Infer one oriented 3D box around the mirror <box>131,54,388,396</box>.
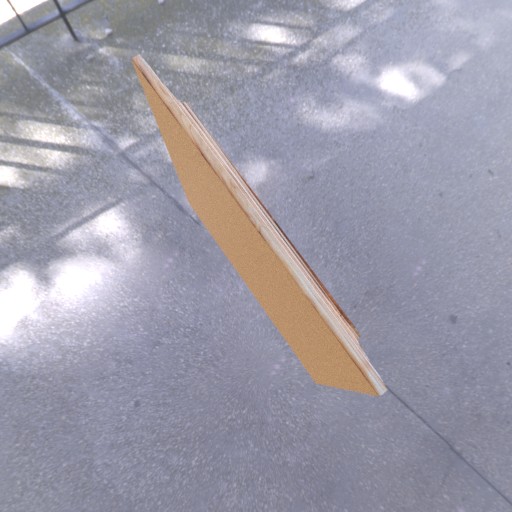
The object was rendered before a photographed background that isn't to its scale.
[{"bbox_3d":[0.000,0.000,1.217,0.061,0.804,0.804,-34,78,-8],"label":"mirror"}]
